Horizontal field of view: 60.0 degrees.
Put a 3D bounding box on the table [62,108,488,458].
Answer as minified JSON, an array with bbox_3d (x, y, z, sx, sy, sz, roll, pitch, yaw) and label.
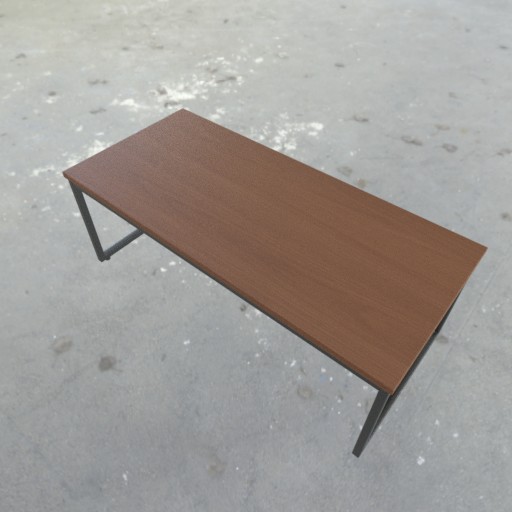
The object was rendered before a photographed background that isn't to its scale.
[{"bbox_3d":[0.000,0.000,1.366,1.100,0.400,0.500,31,54,26],"label":"table"}]
